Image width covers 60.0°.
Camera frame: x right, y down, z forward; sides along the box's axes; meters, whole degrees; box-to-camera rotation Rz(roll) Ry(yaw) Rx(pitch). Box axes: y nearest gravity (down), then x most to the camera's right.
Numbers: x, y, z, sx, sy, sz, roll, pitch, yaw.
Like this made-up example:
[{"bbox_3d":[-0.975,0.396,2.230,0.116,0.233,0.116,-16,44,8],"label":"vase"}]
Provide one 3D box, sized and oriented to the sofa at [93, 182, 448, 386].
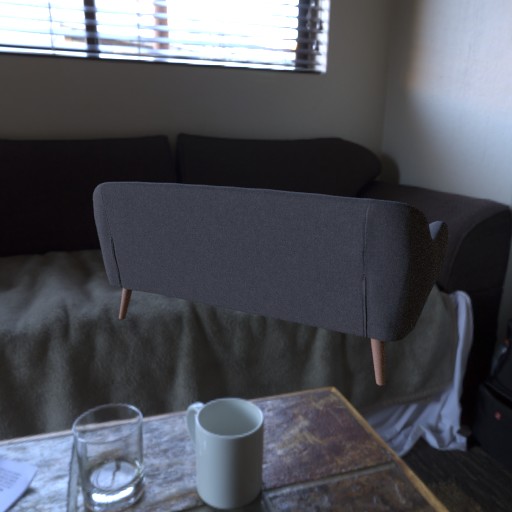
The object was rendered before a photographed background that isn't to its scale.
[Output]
[{"bbox_3d":[0.000,0.000,2.375,1.840,0.820,0.820,8,17,27],"label":"sofa"}]
